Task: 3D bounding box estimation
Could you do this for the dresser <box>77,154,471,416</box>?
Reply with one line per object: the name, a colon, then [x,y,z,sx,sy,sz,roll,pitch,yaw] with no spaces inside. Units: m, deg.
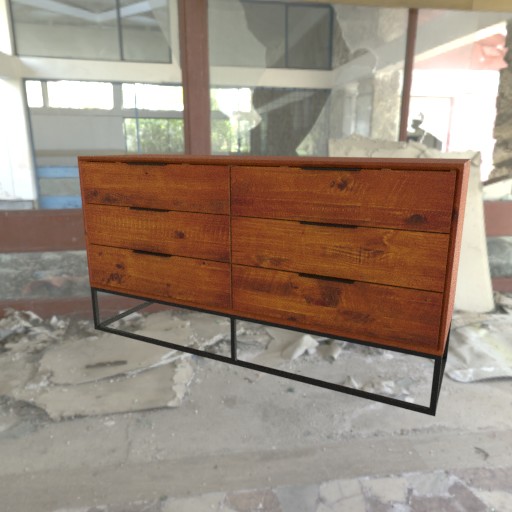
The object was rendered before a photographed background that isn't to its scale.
dresser: [0.000,0.000,1.868,1.536,0.810,0.464,7,16,26]
